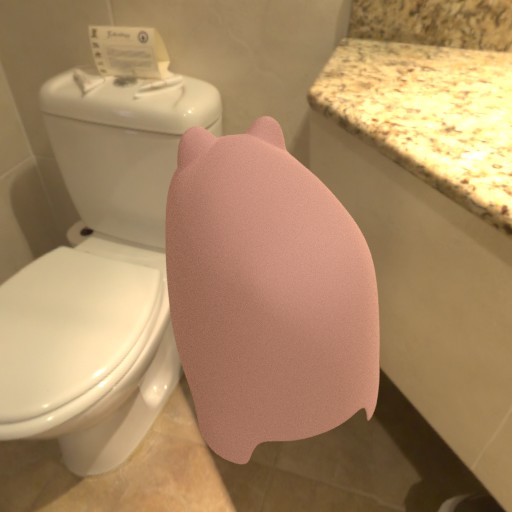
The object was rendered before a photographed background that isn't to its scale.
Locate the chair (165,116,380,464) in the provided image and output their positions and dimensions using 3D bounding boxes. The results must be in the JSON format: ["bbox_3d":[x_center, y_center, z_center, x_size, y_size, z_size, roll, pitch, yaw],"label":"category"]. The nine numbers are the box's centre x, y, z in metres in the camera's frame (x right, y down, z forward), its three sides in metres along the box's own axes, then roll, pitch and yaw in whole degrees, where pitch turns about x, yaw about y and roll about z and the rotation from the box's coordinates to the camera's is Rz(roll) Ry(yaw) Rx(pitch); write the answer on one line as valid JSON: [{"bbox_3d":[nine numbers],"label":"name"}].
[{"bbox_3d":[0.000,0.000,0.854,0.364,0.423,0.619,-13,42,-15],"label":"chair"}]
